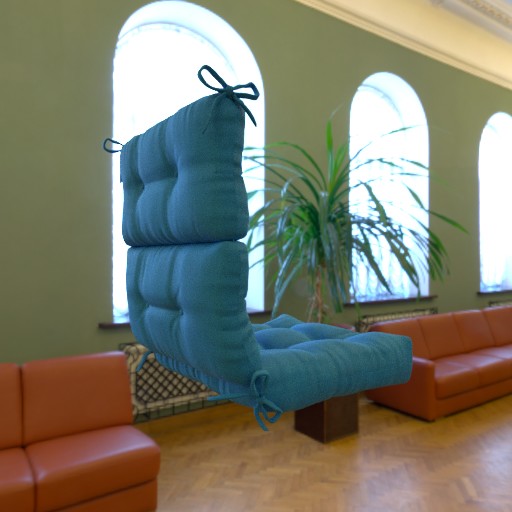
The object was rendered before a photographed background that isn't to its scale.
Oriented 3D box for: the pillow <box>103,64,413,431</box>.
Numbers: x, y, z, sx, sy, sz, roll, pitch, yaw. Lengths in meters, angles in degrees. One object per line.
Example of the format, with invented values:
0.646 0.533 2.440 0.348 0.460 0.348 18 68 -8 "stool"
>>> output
0.000 0.000 1.041 0.571 0.605 0.519 0 0 -36 "pillow"
